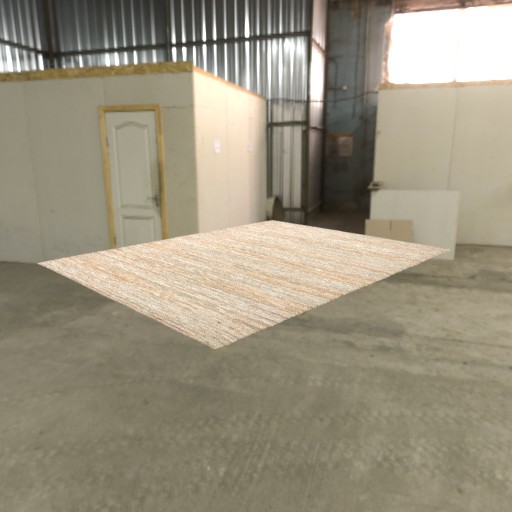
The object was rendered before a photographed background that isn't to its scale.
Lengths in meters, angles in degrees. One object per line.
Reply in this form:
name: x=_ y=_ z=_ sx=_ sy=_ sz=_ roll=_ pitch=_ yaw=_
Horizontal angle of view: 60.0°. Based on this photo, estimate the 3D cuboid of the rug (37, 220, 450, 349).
rug: x=0.000 y=0.000 z=3.968 sx=2.313 sy=0.009 sz=2.939 roll=14 pitch=20 yaw=43
